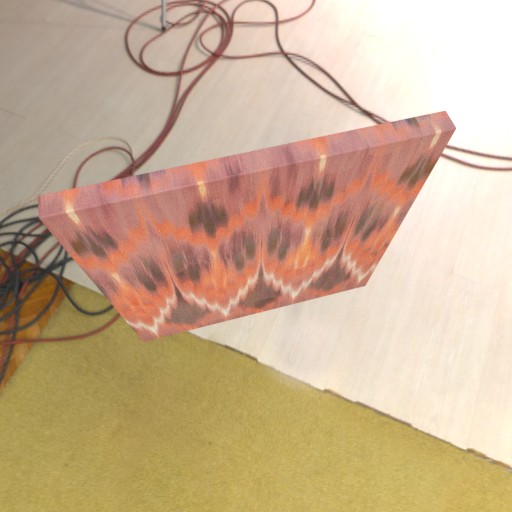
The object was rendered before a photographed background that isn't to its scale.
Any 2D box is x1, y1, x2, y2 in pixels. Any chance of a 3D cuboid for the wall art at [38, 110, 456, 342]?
[{"bbox_3d":[0.000,0.000,0.899,0.603,0.609,0.037,-13,64,-7],"label":"wall art"}]
